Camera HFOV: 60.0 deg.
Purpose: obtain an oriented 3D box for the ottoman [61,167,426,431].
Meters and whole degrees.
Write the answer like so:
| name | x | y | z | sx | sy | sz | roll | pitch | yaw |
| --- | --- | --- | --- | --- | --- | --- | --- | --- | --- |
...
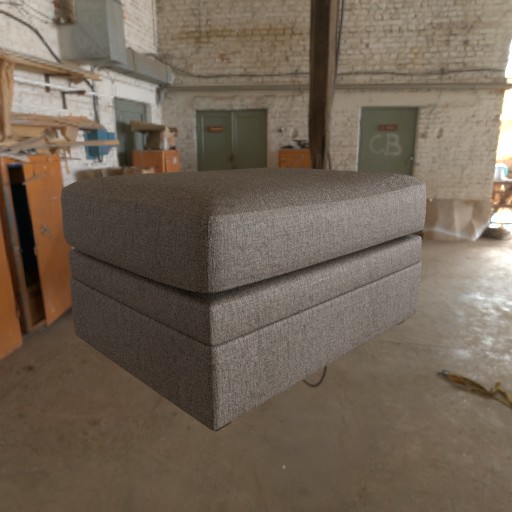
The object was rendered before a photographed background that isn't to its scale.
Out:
| name | x | y | z | sx | sy | sz | roll | pitch | yaw |
| --- | --- | --- | --- | --- | --- | --- | --- | --- | --- |
| ottoman | 0.000 | 0.000 | 1.275 | 0.885 | 0.478 | 0.637 | -14 | 20 | -43 |
